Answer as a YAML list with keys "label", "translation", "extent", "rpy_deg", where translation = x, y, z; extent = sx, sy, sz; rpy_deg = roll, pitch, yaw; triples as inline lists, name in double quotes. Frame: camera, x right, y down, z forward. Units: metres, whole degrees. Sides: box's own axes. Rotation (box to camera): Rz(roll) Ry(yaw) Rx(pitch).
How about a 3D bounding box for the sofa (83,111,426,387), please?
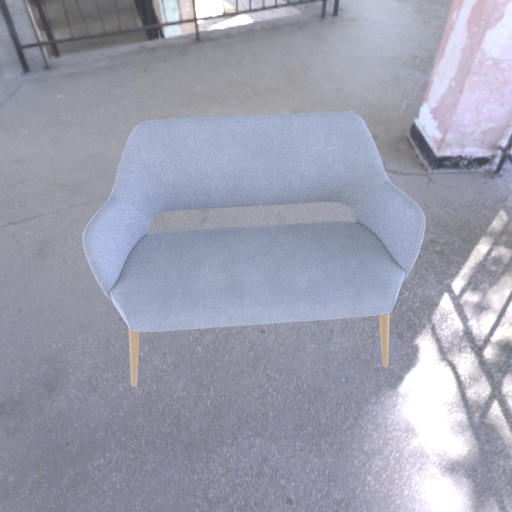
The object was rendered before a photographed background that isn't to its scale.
- label: "sofa"
  translation: [0.000, 0.000, 1.676]
  extent: [1.150, 0.840, 0.610]
  rpy_deg: [-4, 47, -3]
